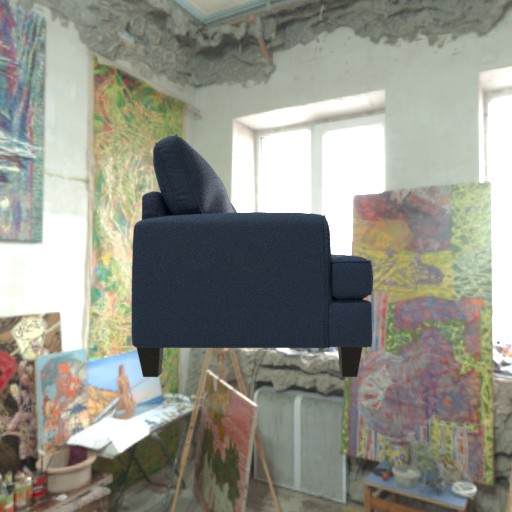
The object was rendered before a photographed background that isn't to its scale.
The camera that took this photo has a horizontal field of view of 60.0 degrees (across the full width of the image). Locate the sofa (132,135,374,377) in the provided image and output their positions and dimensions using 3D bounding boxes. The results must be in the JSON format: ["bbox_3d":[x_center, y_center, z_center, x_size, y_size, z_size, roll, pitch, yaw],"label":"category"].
[{"bbox_3d":[0.000,0.000,2.745,0.951,0.965,2.158,0,-1,1],"label":"sofa"}]
